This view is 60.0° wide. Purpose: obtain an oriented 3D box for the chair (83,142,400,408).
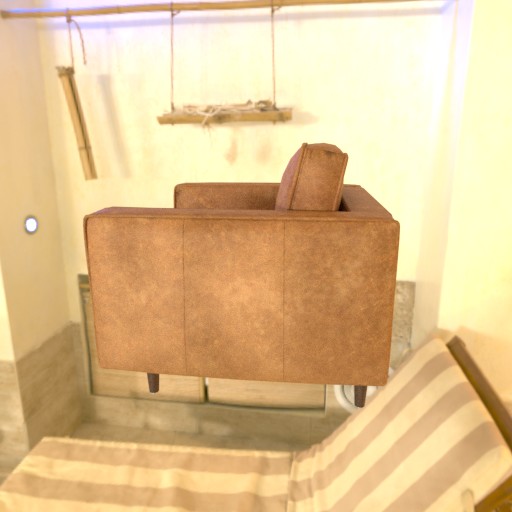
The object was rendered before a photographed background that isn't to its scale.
[{"bbox_3d":[0.000,0.000,1.543,0.798,0.767,0.928,2,15,7],"label":"chair"}]
